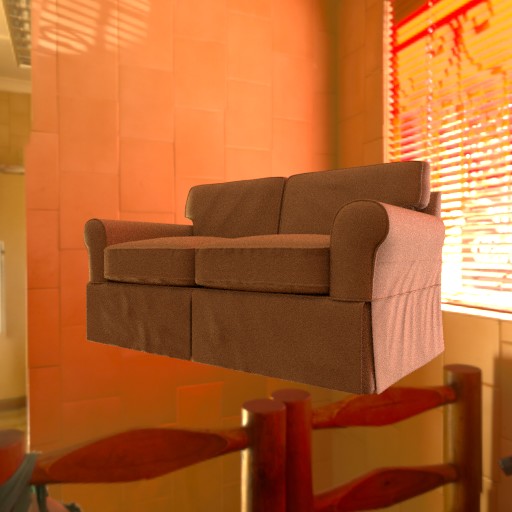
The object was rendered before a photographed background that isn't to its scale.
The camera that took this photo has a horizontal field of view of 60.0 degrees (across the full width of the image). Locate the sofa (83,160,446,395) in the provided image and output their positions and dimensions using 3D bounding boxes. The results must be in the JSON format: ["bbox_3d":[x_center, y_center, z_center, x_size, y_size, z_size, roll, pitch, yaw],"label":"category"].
[{"bbox_3d":[0.000,0.000,2.325,1.727,0.940,0.991,0,1,36],"label":"sofa"}]
